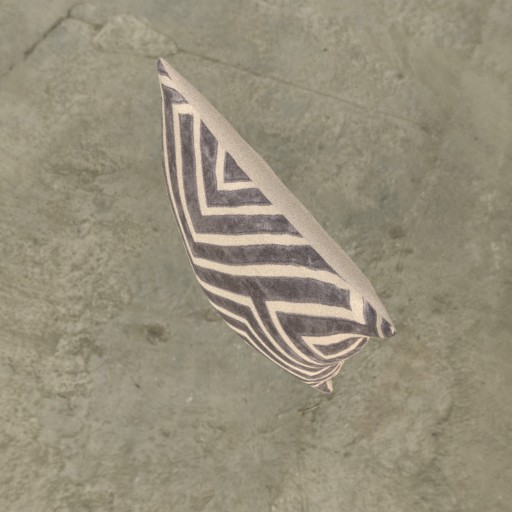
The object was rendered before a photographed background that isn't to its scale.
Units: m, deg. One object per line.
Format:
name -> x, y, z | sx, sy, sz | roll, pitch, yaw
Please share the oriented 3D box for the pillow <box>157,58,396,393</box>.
pillow -> 0.000, 0.000, 0.676 | 0.182, 0.441, 0.440 | -33, 70, -14
